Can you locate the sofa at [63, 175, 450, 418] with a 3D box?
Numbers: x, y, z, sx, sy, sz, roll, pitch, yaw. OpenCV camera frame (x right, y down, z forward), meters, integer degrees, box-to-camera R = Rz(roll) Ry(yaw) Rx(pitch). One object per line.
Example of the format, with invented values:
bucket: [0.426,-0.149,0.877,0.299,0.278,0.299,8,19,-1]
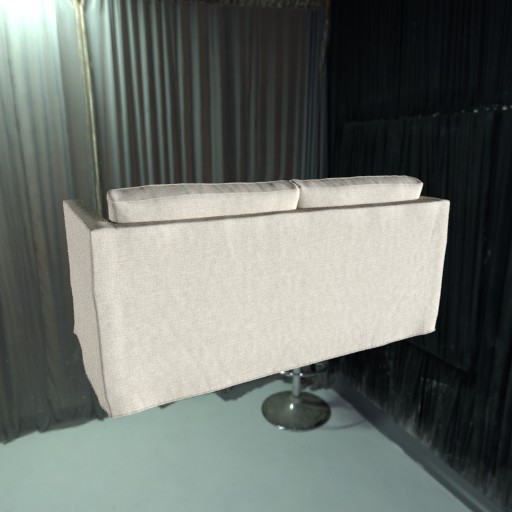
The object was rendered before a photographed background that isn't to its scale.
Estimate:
sofa: [0.000,0.000,2.306,1.766,0.828,0.956,-7,16,-27]
